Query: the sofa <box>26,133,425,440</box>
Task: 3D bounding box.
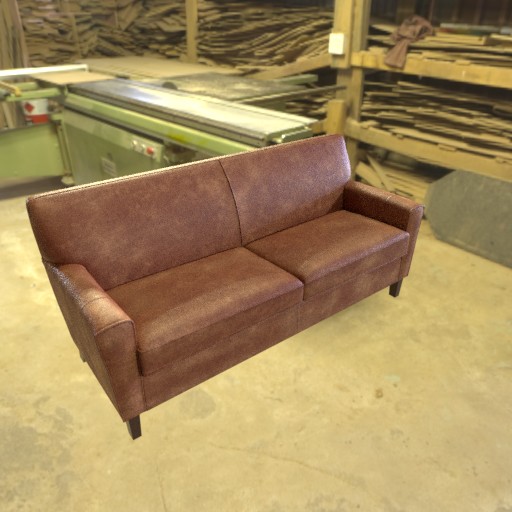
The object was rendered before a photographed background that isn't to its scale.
[{"bbox_3d":[0.000,0.000,2.492,2.053,0.947,0.805,-20,35,-32],"label":"sofa"}]
